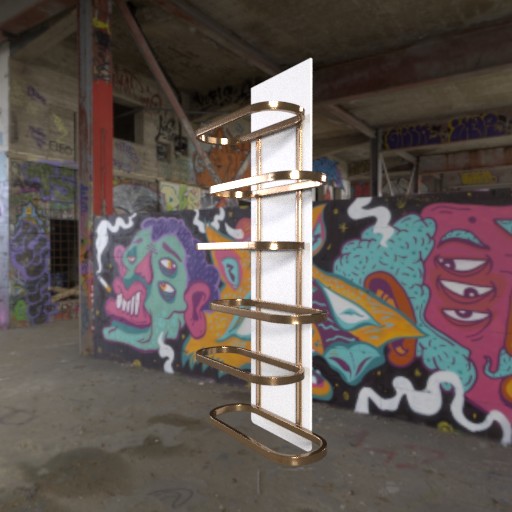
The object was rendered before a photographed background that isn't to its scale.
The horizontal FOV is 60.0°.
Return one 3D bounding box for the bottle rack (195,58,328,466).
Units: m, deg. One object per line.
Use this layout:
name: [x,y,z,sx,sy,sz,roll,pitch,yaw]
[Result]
bottle rack: [0.000,0.000,0.836,0.118,0.709,0.332,0,1,-36]
